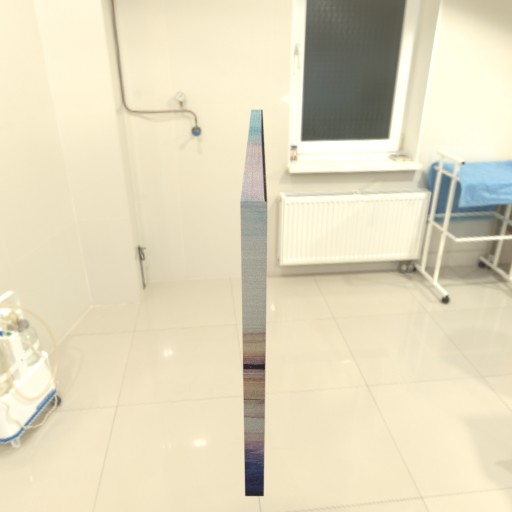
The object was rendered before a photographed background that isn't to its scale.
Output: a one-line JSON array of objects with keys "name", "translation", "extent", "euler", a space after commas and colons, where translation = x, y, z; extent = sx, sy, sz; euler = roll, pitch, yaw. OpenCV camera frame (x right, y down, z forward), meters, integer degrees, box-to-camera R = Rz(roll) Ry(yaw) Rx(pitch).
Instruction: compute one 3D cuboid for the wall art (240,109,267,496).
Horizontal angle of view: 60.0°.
[{"name": "wall art", "translation": [0.000, 0.000, 1.145], "extent": [0.037, 0.605, 0.911], "euler": [0, 26, 0]}]
